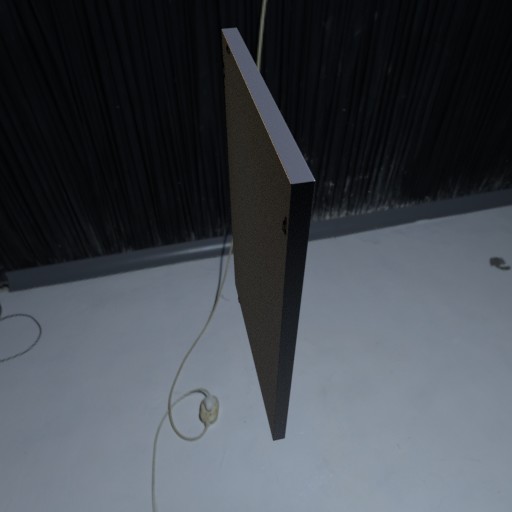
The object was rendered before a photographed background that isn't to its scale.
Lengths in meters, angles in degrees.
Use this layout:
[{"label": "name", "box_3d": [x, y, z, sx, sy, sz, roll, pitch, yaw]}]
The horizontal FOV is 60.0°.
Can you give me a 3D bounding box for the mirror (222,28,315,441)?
[{"label": "mirror", "box_3d": [0.000, 0.000, 1.158, 0.040, 0.915, 0.609, -9, 47, -8]}]
